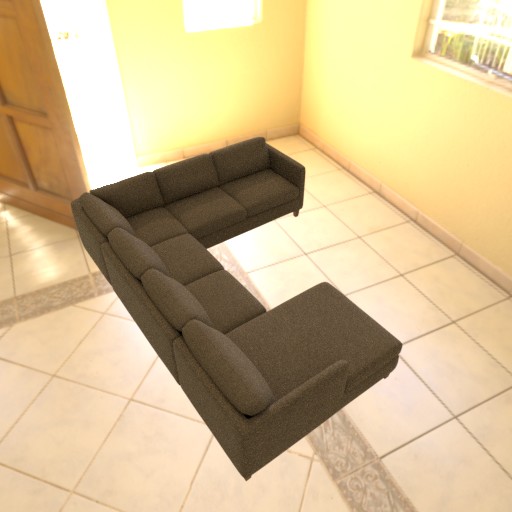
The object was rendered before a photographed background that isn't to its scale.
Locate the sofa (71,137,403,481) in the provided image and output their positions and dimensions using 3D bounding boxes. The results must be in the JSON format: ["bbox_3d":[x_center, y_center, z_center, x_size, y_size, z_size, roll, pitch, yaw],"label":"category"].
[{"bbox_3d":[0.000,0.000,4.381,2.551,0.853,3.238,-25,46,-27],"label":"sofa"}]
